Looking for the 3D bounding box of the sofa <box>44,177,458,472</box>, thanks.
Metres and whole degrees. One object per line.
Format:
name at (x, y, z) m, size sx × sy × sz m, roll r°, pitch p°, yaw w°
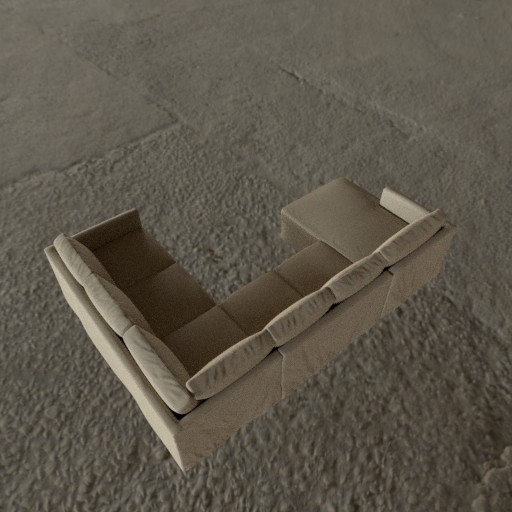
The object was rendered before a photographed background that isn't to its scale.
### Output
sofa at (0.000, 0.000, 4.666) m, size 3.528 × 0.878 × 2.476 m, roll -30°, pitch 53°, yaw -26°
